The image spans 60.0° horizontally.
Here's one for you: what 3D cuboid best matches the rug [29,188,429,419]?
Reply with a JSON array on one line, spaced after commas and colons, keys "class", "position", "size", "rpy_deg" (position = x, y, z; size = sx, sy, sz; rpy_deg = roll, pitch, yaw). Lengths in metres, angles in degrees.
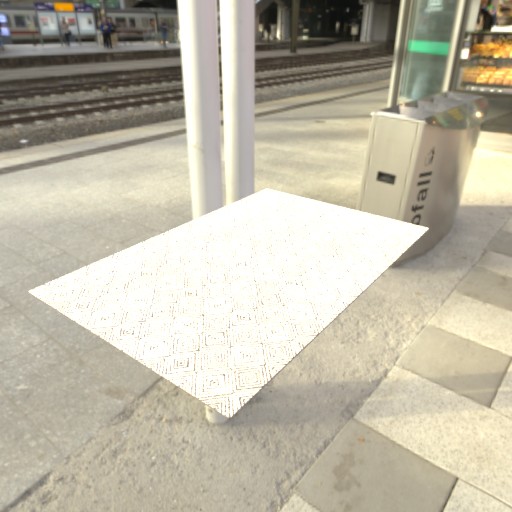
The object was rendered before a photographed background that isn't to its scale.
[{"class": "rug", "position": [0.000, 0.000, 2.272], "size": [1.175, 0.008, 1.783], "rpy_deg": [19, 33, 33]}]
